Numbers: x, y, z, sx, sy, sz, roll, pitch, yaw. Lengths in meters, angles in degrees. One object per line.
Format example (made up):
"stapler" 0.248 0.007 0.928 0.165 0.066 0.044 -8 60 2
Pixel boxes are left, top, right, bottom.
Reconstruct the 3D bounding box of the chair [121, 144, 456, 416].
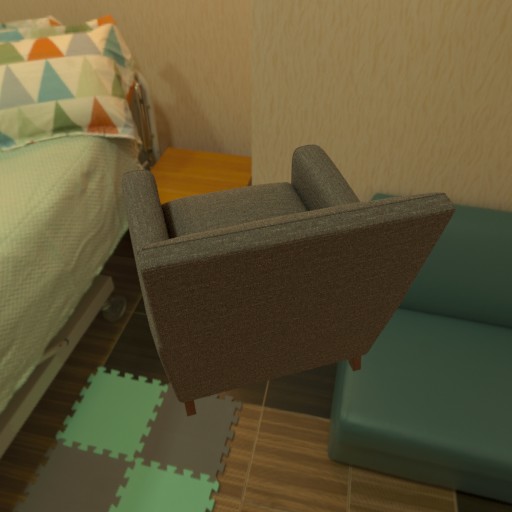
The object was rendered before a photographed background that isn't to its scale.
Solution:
"chair" 0.000 0.000 1.594 0.838 0.885 0.875 -11 43 -13
